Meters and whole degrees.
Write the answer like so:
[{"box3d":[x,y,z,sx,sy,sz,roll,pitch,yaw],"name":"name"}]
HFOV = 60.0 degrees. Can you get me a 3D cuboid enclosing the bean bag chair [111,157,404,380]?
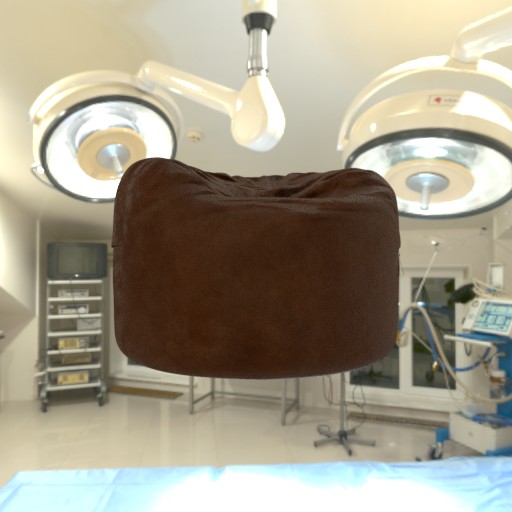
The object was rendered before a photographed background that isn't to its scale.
[{"box3d":[0.000,0.000,1.482,0.918,0.616,0.918,0,-1,0],"name":"bean bag chair"}]
